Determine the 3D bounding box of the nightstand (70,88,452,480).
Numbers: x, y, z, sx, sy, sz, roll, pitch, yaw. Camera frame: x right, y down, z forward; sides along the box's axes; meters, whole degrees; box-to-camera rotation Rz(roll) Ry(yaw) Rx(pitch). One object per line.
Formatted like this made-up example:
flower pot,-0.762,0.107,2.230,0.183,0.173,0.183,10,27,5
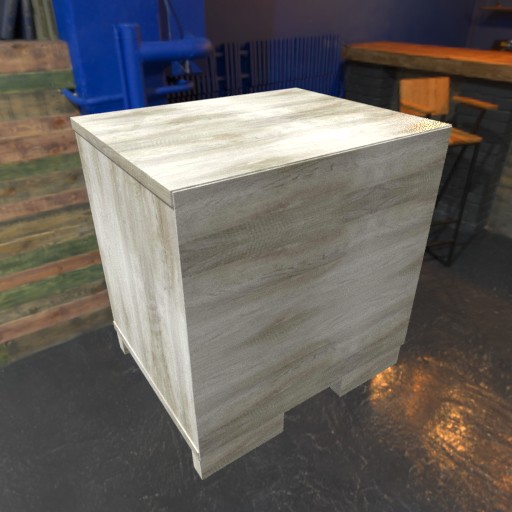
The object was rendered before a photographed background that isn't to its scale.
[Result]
nightstand,0.000,0.000,0.747,0.427,0.448,0.347,-19,35,-29
